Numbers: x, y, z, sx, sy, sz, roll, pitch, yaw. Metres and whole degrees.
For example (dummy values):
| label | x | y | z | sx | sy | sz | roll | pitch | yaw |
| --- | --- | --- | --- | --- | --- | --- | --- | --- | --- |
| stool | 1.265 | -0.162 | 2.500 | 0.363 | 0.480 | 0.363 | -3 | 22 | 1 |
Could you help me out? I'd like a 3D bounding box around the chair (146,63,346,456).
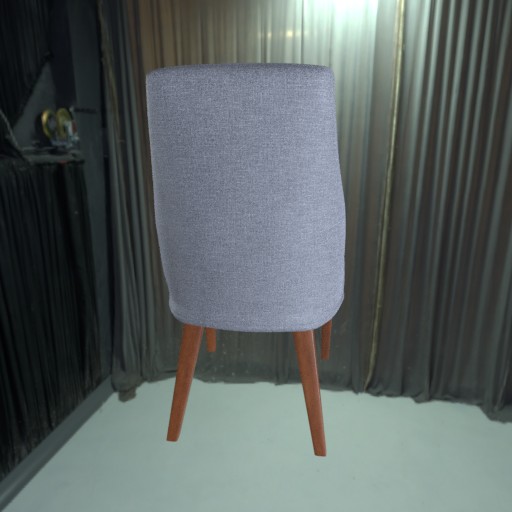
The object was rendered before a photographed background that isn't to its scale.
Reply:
| label | x | y | z | sx | sy | sz | roll | pitch | yaw |
| --- | --- | --- | --- | --- | --- | --- | --- | --- | --- |
| chair | 0.000 | 0.000 | 1.241 | 0.500 | 0.930 | 0.620 | 2 | 16 | 8 |
